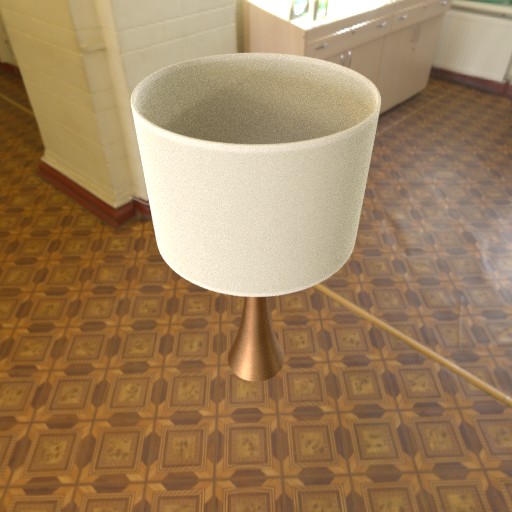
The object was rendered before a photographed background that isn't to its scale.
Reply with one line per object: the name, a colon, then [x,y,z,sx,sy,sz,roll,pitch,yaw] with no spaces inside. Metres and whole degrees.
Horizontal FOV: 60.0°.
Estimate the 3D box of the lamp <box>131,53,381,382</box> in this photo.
lamp: [0.000,0.000,0.639,0.268,0.479,0.268,-2,41,-2]
